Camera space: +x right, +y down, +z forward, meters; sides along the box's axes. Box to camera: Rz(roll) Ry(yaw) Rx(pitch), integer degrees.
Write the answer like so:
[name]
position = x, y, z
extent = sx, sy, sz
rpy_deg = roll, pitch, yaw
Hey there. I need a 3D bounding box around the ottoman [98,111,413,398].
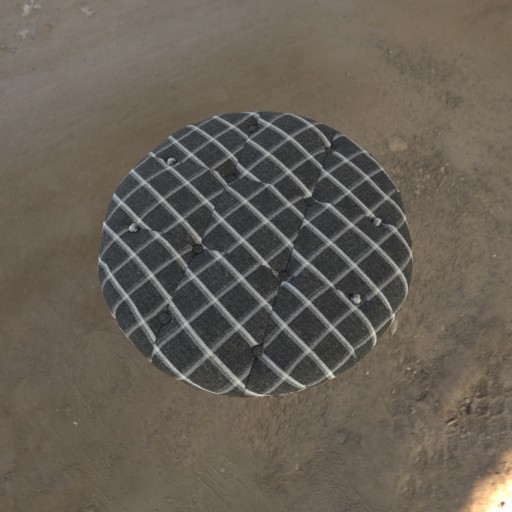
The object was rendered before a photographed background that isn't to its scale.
[ottoman]
position = 0.000, 0.000, 1.390
extent = 0.901, 0.439, 0.901
rpy_deg = 0, 63, 0
